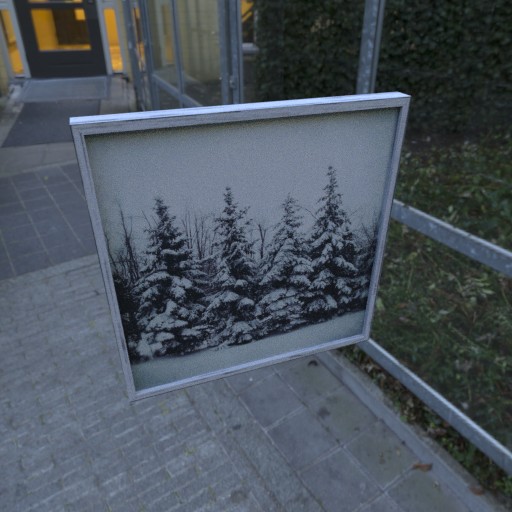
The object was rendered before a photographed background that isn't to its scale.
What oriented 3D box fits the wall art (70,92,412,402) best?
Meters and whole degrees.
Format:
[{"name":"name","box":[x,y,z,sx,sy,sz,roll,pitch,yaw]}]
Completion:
[{"name":"wall art","box":[0.000,0.000,0.770,0.506,0.506,0.038,-10,33,-17]}]
